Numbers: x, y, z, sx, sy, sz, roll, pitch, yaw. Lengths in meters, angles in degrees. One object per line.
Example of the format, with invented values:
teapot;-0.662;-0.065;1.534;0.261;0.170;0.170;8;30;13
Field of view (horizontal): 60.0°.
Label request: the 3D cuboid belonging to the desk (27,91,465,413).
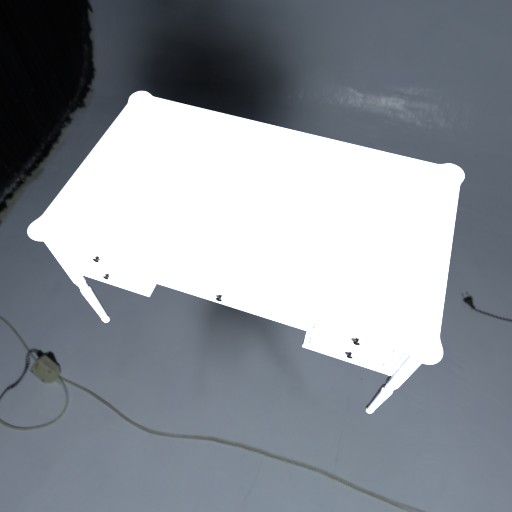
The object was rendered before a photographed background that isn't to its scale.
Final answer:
desk;0.000;0.000;1.878;1.380;0.762;0.807;16;59;10
